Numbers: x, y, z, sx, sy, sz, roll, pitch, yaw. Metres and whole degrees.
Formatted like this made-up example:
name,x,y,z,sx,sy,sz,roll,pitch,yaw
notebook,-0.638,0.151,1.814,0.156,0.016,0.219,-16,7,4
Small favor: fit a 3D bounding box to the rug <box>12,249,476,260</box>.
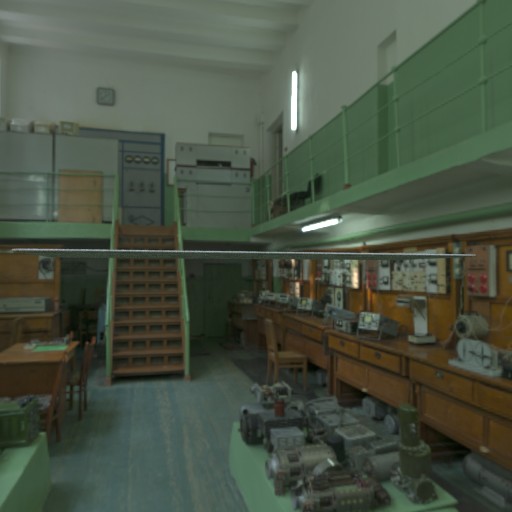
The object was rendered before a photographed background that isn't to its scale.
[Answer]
name,x,y,z,sx,sy,sz,roll,pitch,yaw
rug,0.000,0.000,2.667,2.452,0.017,0.855,1,-2,-16
